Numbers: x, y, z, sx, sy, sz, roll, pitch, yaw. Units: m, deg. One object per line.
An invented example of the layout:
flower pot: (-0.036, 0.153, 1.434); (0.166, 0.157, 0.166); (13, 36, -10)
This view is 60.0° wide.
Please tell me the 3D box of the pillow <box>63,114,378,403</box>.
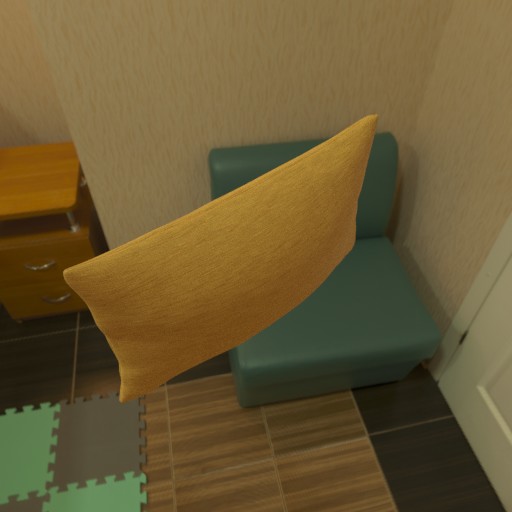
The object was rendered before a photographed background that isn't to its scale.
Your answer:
pillow: (0.000, 0.000, 0.818); (0.634, 0.354, 0.210); (-32, 54, -27)
